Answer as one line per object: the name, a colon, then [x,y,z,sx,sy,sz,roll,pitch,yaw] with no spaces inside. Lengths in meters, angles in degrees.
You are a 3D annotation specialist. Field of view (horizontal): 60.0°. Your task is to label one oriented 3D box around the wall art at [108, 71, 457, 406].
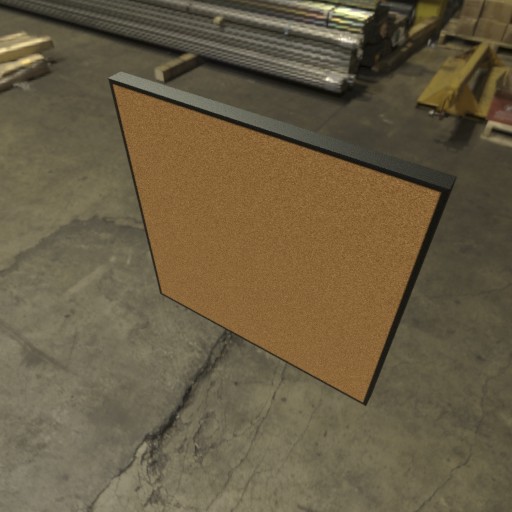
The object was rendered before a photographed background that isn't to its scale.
wall art: [0.000,0.000,1.145,0.769,0.766,0.042,25,50,22]
